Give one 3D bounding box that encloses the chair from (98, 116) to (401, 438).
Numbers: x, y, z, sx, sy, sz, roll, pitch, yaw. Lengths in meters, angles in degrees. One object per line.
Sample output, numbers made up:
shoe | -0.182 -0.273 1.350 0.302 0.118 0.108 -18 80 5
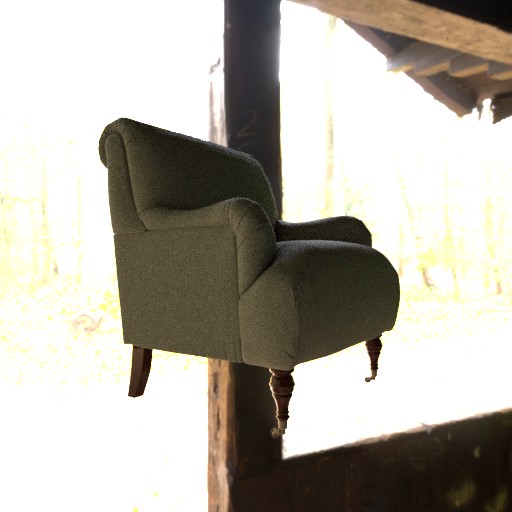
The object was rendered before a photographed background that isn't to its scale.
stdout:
chair | 0.000 0.000 1.967 1.060 1.178 0.964 0 0 36
